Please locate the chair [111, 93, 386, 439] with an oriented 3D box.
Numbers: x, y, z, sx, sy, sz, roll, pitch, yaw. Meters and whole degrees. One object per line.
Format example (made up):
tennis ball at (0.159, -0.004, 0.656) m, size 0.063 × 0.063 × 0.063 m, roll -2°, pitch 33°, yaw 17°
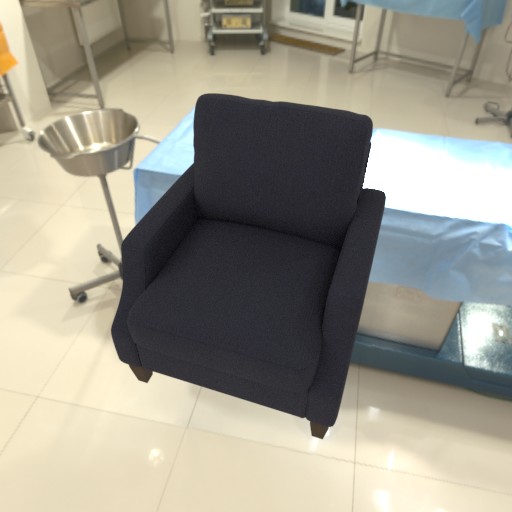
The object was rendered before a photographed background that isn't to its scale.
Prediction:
chair at (0.000, 0.000, 1.701) m, size 0.855 × 0.991 × 0.897 m, roll 13°, pitch 43°, yaw 14°
